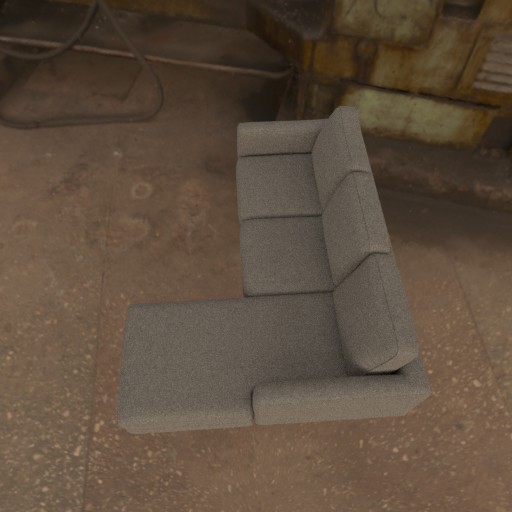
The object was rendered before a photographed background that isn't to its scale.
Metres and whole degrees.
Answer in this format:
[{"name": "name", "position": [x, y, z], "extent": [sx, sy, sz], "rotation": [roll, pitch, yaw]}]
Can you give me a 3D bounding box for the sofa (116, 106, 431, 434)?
[{"name": "sofa", "position": [0.000, 0.000, 2.941], "extent": [1.667, 0.957, 2.055], "rotation": [-3, 59, -2]}]
